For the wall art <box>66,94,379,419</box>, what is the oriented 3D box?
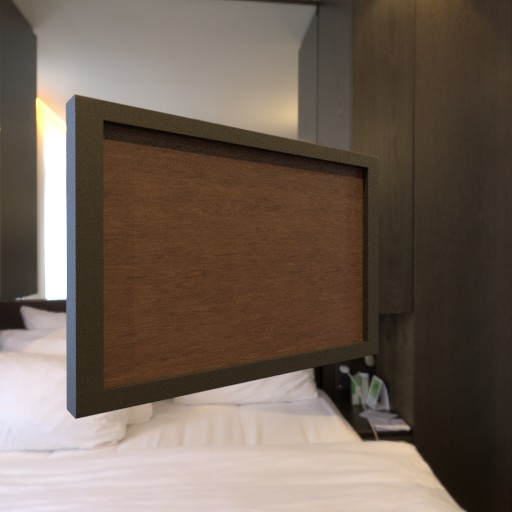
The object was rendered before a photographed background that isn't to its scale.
[{"bbox_3d":[0.000,0.000,0.842,0.671,0.456,0.051,0,0,-37],"label":"wall art"}]
